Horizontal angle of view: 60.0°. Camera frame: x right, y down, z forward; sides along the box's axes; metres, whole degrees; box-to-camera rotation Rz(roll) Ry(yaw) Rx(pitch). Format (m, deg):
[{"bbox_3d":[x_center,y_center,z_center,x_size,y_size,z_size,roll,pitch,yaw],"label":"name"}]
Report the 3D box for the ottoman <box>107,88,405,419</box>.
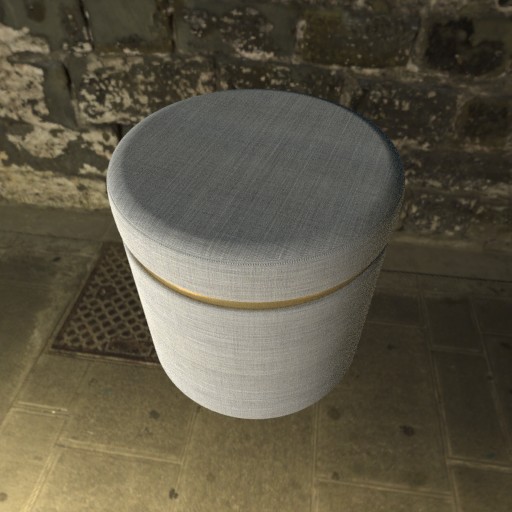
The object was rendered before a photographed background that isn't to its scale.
[{"bbox_3d":[0.000,0.000,0.740,0.400,0.406,0.400,0,46,0],"label":"ottoman"}]
